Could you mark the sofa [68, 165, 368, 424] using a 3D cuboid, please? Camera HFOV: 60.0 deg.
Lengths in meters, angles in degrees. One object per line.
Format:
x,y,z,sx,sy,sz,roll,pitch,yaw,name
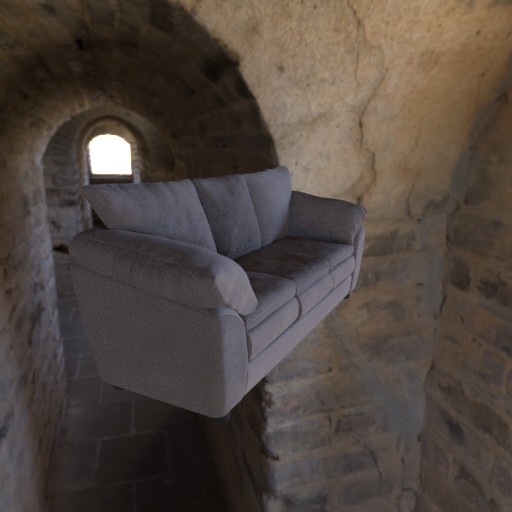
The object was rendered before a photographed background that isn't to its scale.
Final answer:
0.000,0.000,2.902,0.878,1.073,2.336,7,16,27,sofa
